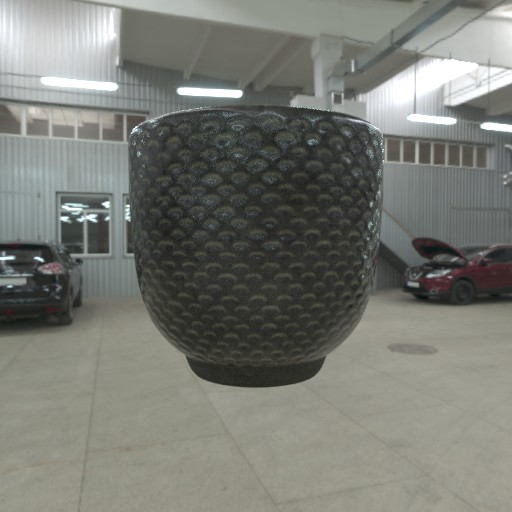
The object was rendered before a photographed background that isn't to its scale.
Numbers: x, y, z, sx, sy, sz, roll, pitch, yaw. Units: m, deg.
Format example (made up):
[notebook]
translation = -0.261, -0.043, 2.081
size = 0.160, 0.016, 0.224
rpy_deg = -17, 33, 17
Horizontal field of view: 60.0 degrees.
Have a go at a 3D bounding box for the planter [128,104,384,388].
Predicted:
[planter]
translation = 0.000, 0.000, 0.312
size = 0.172, 0.160, 0.172
rpy_deg = 0, 1, 0
